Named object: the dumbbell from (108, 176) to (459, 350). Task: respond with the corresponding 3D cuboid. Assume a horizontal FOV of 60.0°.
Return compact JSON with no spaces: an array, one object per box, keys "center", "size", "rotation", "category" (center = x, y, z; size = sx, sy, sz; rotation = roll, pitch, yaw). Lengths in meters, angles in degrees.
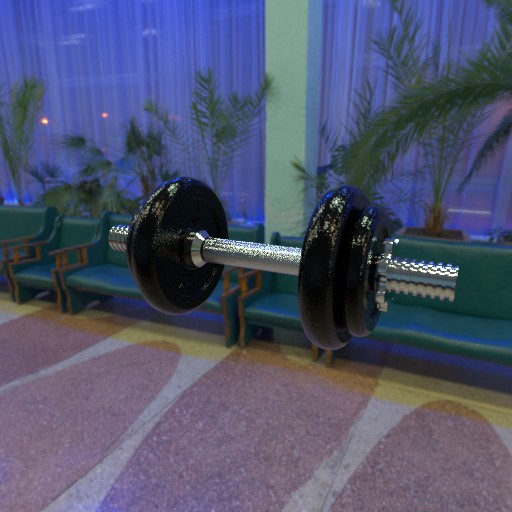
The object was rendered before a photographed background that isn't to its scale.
[{"center":[0.000,0.000,0.596],"size":[0.497,0.202,0.202],"rotation":[8,17,26],"category":"dumbbell"}]
